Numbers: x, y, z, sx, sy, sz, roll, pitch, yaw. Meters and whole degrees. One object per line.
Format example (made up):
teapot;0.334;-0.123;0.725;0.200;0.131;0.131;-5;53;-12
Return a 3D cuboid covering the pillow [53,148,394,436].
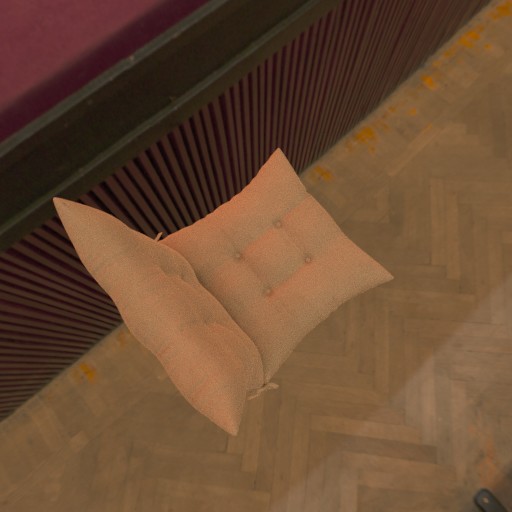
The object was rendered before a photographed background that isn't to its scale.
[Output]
pillow;0.000;0.000;1.015;0.585;0.536;0.541;-38;79;-8
